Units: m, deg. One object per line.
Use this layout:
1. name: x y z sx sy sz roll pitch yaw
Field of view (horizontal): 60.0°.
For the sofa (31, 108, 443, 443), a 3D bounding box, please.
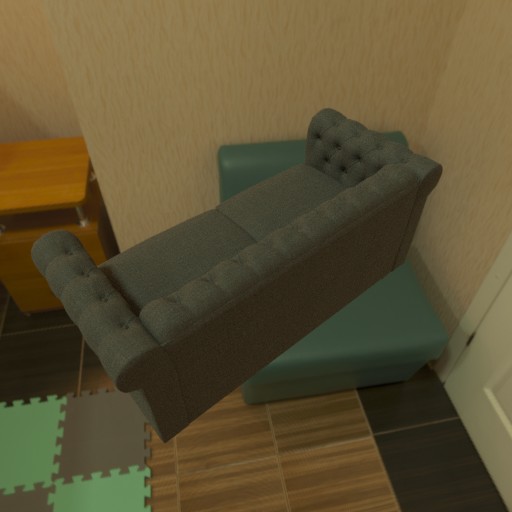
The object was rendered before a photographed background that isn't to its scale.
1. sofa: 0.000 0.000 2.236 1.798 0.797 0.783 -31 54 -26
